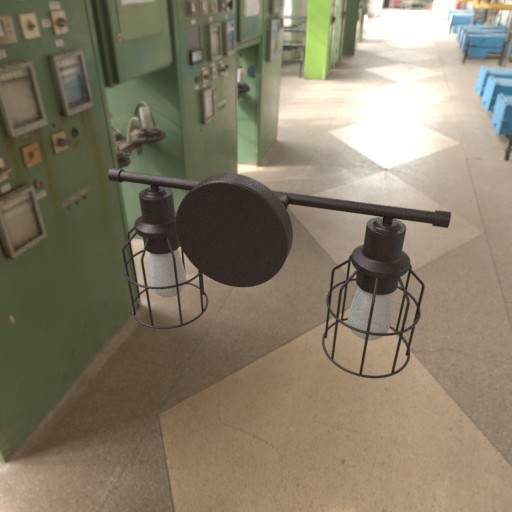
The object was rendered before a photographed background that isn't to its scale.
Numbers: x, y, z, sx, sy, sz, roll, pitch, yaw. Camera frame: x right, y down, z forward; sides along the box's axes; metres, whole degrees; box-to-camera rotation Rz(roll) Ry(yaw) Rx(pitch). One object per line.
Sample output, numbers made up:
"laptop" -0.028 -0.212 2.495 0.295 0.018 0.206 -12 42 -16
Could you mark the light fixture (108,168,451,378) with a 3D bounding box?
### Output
"light fixture" 0.000 0.000 0.530 0.406 0.254 0.165 10 33 15
